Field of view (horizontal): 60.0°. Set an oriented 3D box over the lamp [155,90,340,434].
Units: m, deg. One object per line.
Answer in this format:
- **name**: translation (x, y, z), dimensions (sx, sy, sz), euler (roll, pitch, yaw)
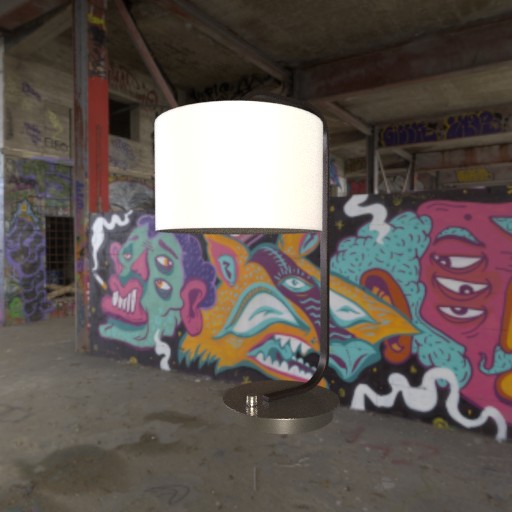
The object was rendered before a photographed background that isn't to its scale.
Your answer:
- **lamp**: translation (0.000, 0.000, 0.637), dimensions (0.288, 0.473, 0.230), euler (-1, 1, -37)
